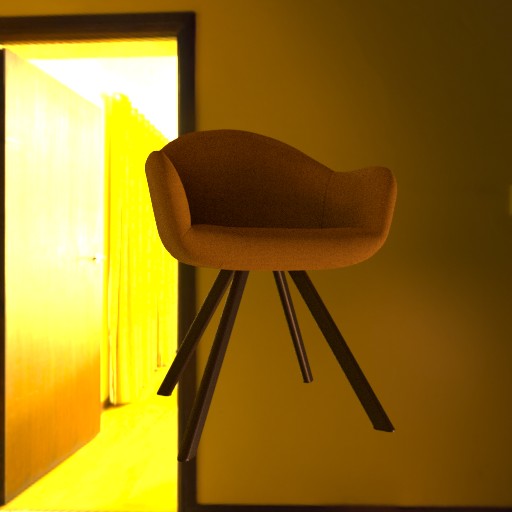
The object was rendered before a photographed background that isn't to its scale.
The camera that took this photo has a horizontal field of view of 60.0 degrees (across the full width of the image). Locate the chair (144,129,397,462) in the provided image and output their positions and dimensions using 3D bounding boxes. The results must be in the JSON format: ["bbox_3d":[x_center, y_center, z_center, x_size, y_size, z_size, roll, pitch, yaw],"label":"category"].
[{"bbox_3d":[0.000,0.000,1.189,0.590,0.795,0.550,0,0,-18],"label":"chair"}]
